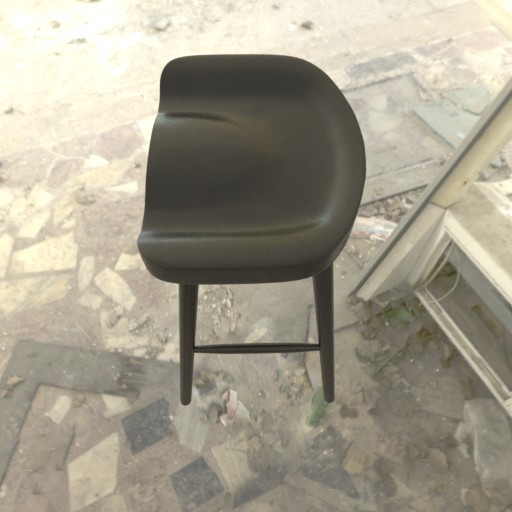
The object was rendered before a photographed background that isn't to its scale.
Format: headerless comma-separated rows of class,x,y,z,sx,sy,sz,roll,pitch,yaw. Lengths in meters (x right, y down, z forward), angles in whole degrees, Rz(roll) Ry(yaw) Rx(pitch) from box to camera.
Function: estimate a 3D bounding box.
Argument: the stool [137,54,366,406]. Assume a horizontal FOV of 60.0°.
stool,0.000,0.000,0.882,0.361,0.615,0.440,-1,59,-1
